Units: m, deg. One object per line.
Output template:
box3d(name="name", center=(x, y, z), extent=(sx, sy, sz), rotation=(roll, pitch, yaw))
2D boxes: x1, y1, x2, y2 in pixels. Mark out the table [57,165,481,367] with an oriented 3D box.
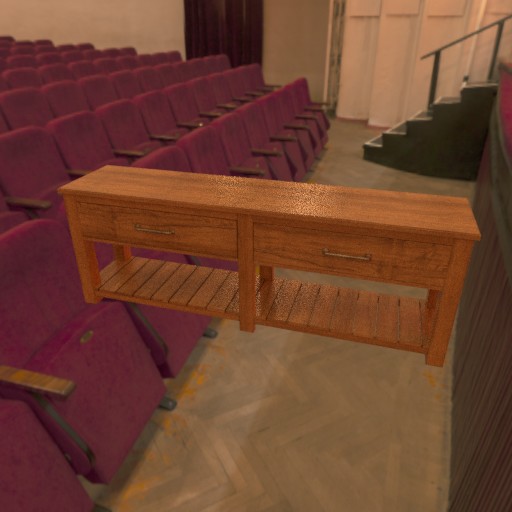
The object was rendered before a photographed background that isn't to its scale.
box3d(name="table", center=(0.000, 0.000, 2.143), extent=(1.815, 0.635, 0.425), rotation=(8, 29, 15))
